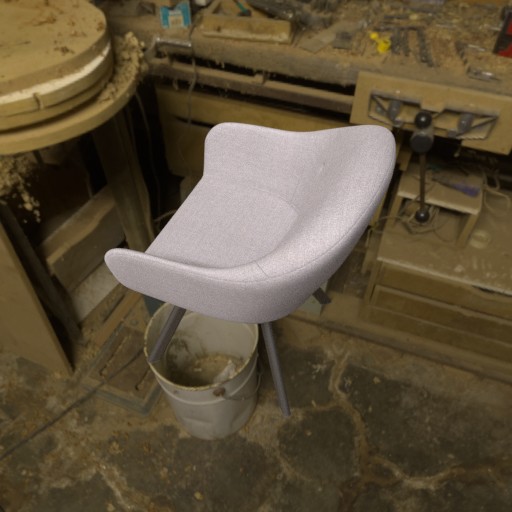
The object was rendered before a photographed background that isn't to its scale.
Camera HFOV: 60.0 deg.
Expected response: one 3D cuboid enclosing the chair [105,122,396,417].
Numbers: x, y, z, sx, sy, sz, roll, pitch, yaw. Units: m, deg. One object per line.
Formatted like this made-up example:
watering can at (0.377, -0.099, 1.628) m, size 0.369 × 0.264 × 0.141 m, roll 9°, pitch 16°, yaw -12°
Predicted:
chair at (0.000, 0.000, 1.196) m, size 0.570 × 0.780 × 0.540 m, roll 17°, pitch 51°, yaw 15°
